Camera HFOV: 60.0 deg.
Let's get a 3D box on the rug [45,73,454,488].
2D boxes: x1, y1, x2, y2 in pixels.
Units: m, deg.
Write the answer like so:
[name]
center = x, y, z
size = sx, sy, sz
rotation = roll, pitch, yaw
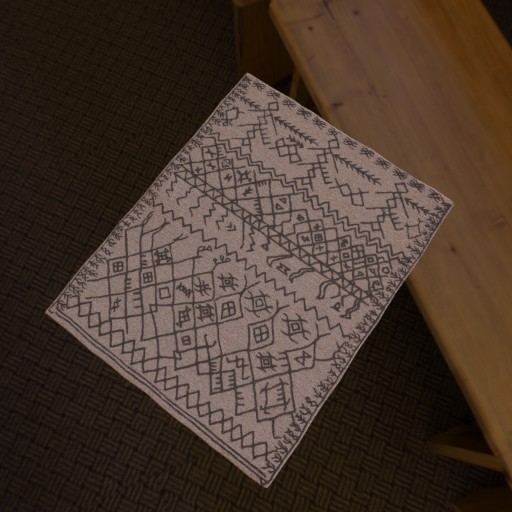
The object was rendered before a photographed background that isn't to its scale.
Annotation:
[rug]
center = 0.000, 0.000, 3.253
size = 1.964, 0.025, 2.455
rotation = 35, 78, 8
